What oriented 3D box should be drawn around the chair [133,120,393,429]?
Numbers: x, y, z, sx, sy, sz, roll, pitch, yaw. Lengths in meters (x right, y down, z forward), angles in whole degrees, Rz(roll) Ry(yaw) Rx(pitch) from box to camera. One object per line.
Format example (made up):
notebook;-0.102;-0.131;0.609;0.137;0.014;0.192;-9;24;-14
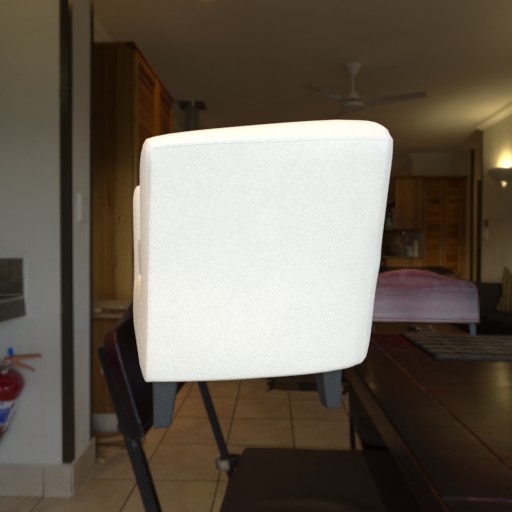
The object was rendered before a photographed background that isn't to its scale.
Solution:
chair;0.000;0.000;1.380;0.727;0.756;0.792;0;1;-17
